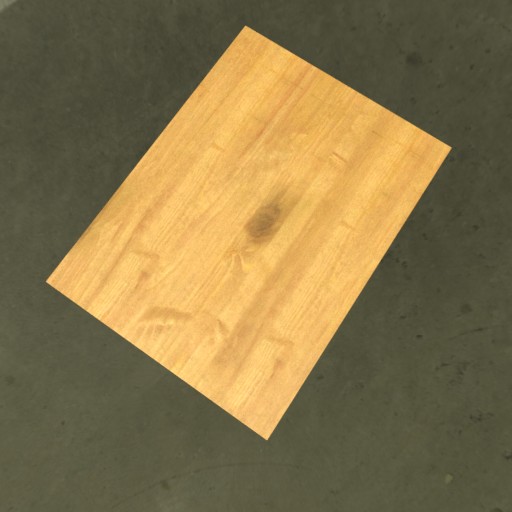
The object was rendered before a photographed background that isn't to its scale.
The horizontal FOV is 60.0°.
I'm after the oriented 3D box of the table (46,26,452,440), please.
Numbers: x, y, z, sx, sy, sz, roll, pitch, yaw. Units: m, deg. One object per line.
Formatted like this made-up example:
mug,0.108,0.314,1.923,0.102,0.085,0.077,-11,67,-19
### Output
table,0.000,0.000,1.250,0.500,0.813,0.660,34,80,7
